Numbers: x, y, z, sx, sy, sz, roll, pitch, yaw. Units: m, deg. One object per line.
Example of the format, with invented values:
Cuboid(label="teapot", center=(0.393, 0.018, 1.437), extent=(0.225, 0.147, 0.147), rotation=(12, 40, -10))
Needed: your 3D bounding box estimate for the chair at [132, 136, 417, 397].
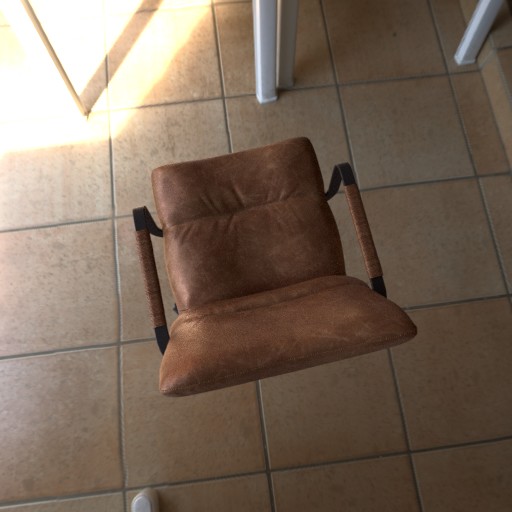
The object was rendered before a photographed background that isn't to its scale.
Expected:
Cuboid(label="chair", center=(0.000, 0.000, 1.456), extent=(0.727, 0.922, 0.754), rotation=(-13, 76, -3))
